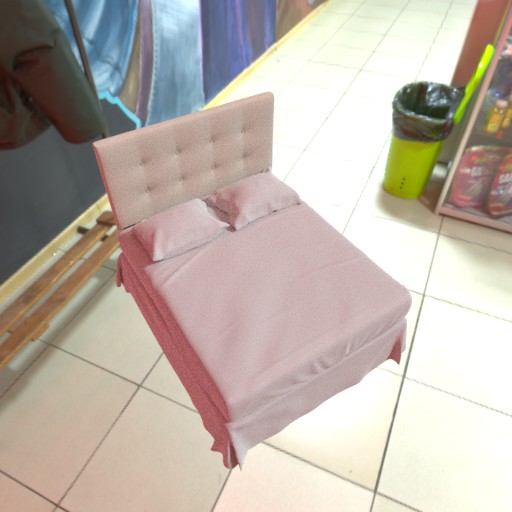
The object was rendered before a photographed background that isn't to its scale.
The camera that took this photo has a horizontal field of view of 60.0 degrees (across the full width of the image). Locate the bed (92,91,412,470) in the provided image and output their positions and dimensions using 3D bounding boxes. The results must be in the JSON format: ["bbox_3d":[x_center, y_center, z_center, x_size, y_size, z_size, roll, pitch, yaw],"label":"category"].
[{"bbox_3d":[0.000,0.000,3.582,1.936,1.577,2.222,-25,50,-22],"label":"bed"}]
